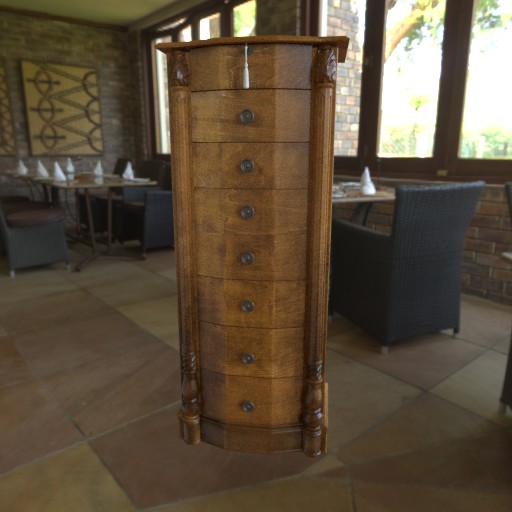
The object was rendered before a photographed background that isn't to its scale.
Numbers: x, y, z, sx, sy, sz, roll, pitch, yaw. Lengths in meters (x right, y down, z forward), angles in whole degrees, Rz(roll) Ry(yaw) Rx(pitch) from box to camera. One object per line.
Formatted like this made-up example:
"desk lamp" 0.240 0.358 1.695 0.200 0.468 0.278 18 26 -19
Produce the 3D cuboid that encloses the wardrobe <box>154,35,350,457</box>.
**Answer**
"wardrobe" 0.000 0.000 1.111 0.406 0.959 0.273 2 14 9
